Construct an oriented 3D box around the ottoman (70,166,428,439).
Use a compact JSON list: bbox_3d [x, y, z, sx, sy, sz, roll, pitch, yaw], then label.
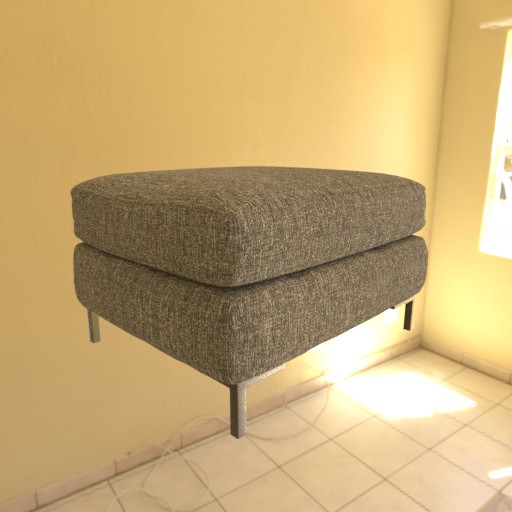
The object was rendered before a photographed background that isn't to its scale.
[{"bbox_3d":[0.000,0.000,1.244,0.683,0.480,0.828,14,20,43],"label":"ottoman"}]
